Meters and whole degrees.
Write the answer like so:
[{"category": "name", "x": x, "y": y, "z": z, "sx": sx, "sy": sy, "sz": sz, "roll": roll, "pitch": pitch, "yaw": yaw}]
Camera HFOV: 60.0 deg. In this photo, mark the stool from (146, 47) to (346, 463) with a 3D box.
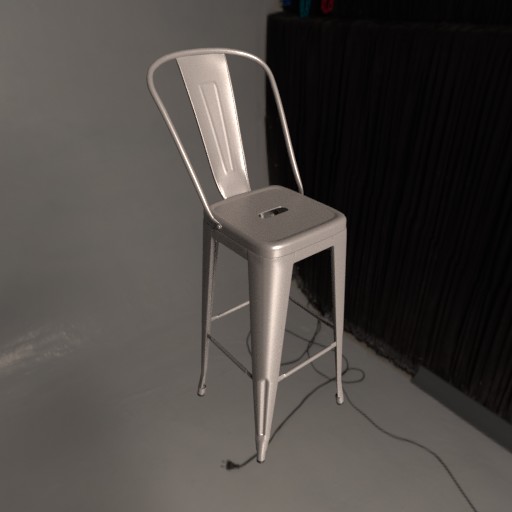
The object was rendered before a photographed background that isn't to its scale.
[{"category": "stool", "x": 0.000, "y": 0.000, "z": 1.330, "sx": 0.399, "sy": 1.096, "sz": 0.513, "roll": -22, "pitch": 37, "yaw": -33}]
